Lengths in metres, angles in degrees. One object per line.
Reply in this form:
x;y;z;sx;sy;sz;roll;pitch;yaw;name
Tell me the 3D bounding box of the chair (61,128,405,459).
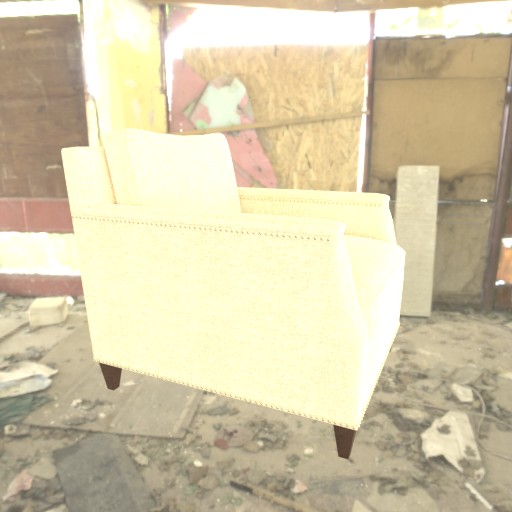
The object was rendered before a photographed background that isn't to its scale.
0.000;0.000;1.713;1.041;0.940;0.838;6;15;24;chair
